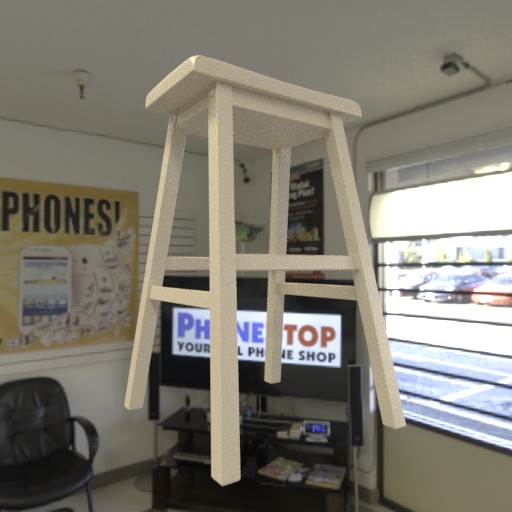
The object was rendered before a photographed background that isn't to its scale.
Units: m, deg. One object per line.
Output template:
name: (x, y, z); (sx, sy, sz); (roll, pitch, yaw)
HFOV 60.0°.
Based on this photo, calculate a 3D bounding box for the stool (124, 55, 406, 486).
stool: (0.000, 0.000, 1.028); (0.457, 0.737, 0.476); (1, -1, -35)
